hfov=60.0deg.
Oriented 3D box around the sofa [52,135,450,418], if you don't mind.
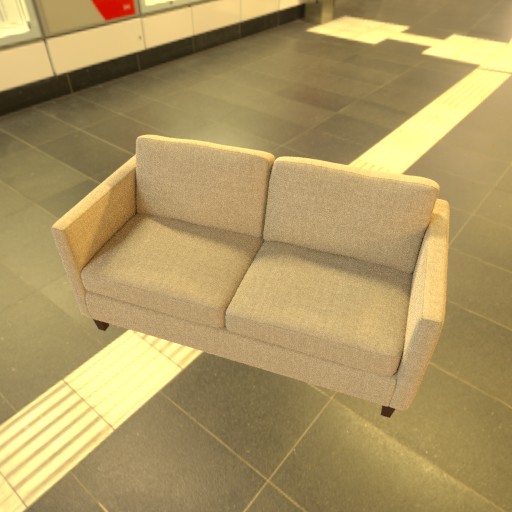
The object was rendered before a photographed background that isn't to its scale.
[{"bbox_3d":[0.000,0.000,2.443,1.884,0.963,0.950,13,42,15],"label":"sofa"}]
